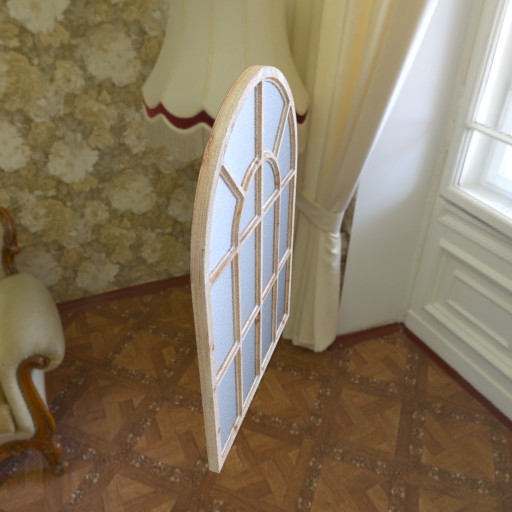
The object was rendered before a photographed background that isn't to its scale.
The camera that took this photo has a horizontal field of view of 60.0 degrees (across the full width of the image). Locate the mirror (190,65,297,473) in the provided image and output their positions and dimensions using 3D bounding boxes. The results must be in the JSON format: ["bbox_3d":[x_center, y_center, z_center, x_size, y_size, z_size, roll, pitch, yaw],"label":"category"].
[{"bbox_3d":[0.000,0.000,1.156,0.032,0.920,0.660,11,34,16],"label":"mirror"}]
